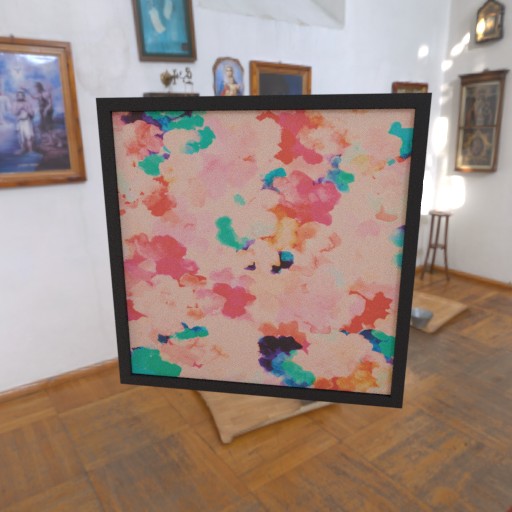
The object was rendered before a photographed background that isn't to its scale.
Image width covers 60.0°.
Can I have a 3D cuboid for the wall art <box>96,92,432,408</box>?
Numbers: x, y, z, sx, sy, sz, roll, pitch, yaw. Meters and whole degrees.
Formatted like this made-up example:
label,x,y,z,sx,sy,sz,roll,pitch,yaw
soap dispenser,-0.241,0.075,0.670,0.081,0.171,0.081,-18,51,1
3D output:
label,x,y,z,sx,sy,sz,roll,pitch,yaw
wall art,0.000,0.000,0.740,0.506,0.503,0.036,2,15,9
